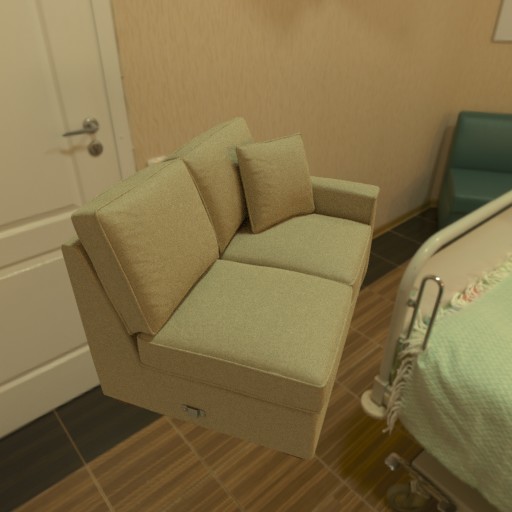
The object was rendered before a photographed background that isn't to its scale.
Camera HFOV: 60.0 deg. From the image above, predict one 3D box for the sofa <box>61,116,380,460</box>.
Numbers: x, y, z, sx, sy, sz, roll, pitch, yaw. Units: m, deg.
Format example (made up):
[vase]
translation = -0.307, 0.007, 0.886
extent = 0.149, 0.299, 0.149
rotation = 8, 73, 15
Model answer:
[sofa]
translation = 0.000, 0.000, 2.119
extent = 0.991, 0.989, 1.388
rotation = 11, 34, 17
